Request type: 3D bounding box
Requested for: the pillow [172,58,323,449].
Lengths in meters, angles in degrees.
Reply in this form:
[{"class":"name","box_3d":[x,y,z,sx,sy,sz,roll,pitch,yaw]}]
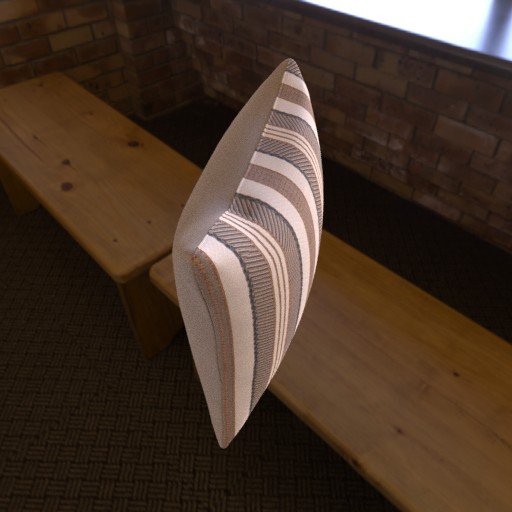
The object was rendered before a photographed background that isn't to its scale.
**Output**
[{"class":"pillow","box_3d":[0.000,0.000,0.633,0.173,0.401,0.416,10,46,10]}]
